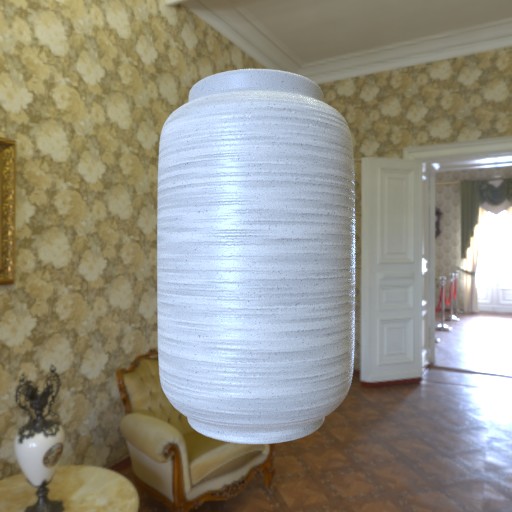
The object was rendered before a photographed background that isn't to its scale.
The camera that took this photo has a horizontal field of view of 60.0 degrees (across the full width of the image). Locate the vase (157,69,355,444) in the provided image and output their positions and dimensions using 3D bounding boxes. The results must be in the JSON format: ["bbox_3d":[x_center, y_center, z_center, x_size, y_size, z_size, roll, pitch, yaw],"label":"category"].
[{"bbox_3d":[0.000,0.000,0.463,0.202,0.335,0.202,0,0,0],"label":"vase"}]
